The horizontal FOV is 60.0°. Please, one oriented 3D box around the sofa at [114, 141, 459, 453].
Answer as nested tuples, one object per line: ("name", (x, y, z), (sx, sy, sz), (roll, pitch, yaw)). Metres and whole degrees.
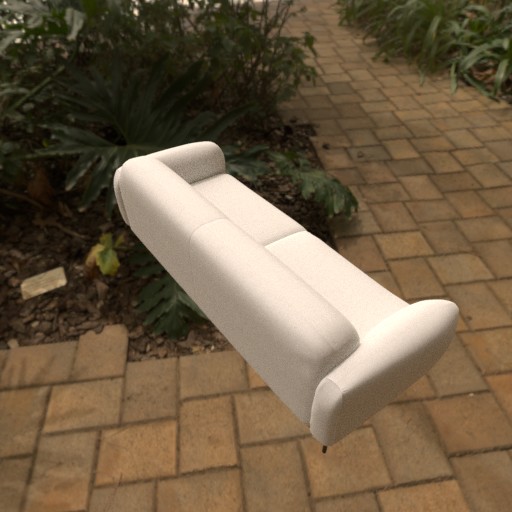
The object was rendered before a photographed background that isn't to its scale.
("sofa", (0.000, 0.000, 2.672), (0.880, 0.780, 2.257), (-26, 47, -27))
